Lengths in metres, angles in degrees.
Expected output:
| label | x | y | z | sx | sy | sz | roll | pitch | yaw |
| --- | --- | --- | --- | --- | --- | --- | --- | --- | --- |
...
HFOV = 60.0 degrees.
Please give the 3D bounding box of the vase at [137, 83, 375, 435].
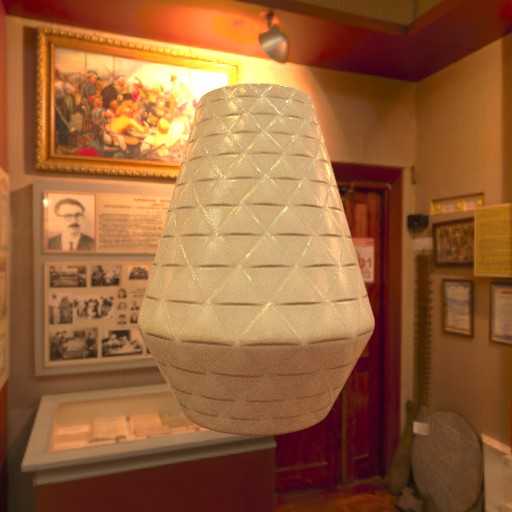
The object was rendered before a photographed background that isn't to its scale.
| label | x | y | z | sx | sy | sz | roll | pitch | yaw |
| --- | --- | --- | --- | --- | --- | --- | --- | --- | --- |
| vase | 0.000 | 0.000 | 0.338 | 0.175 | 0.230 | 0.175 | 0 | 0 | 0 |
